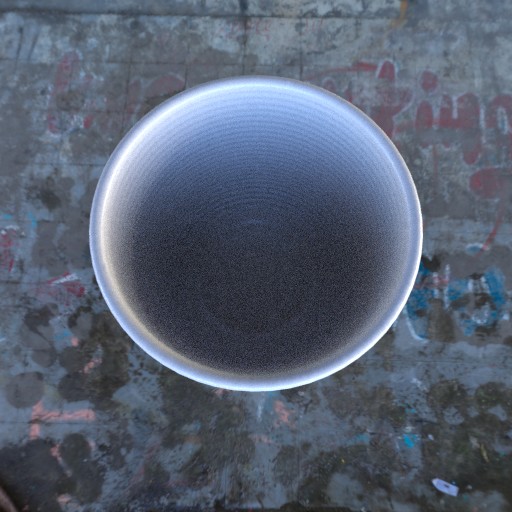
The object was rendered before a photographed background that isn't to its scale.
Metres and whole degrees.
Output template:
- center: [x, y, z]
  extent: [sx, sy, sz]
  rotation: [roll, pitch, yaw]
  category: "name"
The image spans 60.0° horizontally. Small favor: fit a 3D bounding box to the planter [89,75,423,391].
- center: [0.000, 0.000, 0.297]
  extent: [0.170, 0.152, 0.170]
  rotation: [0, 75, 0]
  category: "planter"
